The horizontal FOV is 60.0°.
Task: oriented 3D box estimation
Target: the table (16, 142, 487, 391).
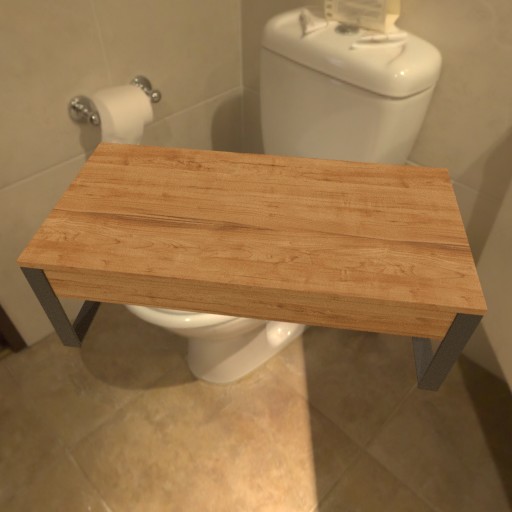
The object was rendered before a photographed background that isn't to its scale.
[{"bbox_3d":[0.000,0.000,1.444,1.180,0.400,0.590,6,46,5],"label":"table"}]
